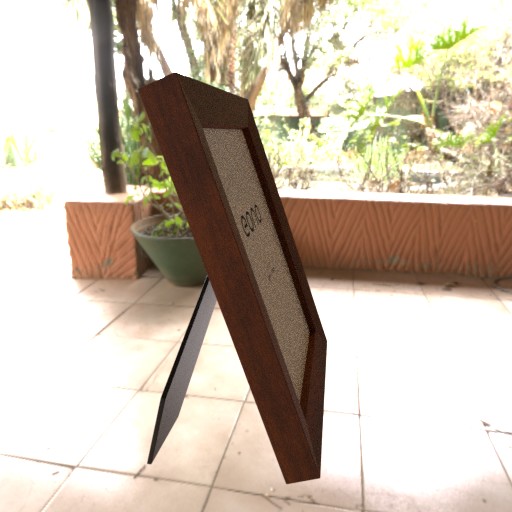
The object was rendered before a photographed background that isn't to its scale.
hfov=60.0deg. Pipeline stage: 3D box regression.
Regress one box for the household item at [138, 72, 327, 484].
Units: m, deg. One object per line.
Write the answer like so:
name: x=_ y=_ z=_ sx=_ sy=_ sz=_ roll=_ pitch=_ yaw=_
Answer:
household item: x=0.000 y=0.000 z=0.288 sx=0.096 sy=0.204 sz=0.160 roll=3 pitch=16 yaw=10
